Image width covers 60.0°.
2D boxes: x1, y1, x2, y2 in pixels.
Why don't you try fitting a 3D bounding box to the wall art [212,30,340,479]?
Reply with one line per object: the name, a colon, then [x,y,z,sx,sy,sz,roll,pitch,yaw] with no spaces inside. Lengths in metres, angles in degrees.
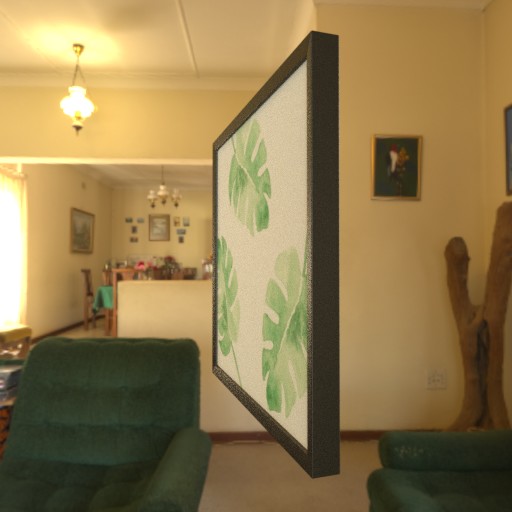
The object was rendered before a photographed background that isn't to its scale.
wall art: [0.000,0.000,0.747,0.036,0.508,0.508,0,-1,-18]
